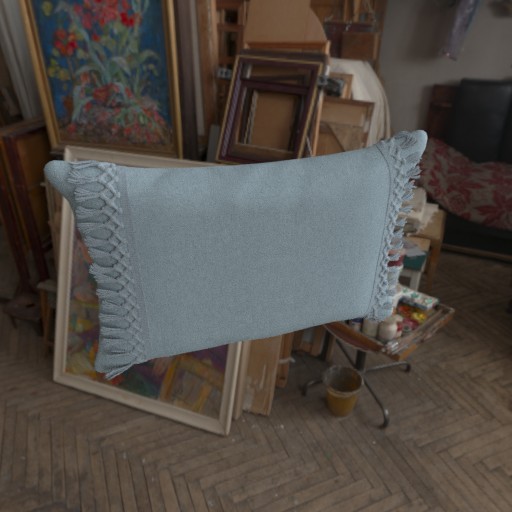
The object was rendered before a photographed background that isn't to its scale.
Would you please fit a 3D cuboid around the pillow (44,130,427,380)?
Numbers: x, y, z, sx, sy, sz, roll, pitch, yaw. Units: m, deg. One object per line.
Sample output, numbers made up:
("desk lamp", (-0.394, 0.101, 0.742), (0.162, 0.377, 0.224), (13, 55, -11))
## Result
("pillow", (0.000, 0.000, 0.594), (0.466, 0.305, 0.084), (-8, 31, -14))
